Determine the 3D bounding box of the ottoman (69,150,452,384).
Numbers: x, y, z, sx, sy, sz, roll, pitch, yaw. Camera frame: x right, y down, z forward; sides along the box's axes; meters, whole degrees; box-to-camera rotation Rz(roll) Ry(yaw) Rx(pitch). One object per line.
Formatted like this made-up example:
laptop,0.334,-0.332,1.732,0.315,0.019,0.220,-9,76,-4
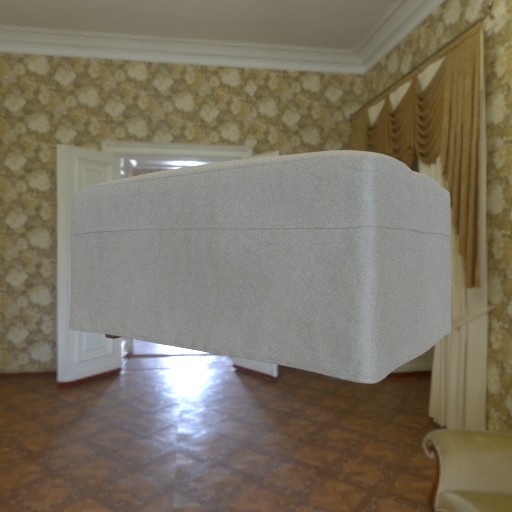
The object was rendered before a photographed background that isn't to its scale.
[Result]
ottoman,0.000,0.000,1.177,0.872,0.444,0.590,1,1,35
